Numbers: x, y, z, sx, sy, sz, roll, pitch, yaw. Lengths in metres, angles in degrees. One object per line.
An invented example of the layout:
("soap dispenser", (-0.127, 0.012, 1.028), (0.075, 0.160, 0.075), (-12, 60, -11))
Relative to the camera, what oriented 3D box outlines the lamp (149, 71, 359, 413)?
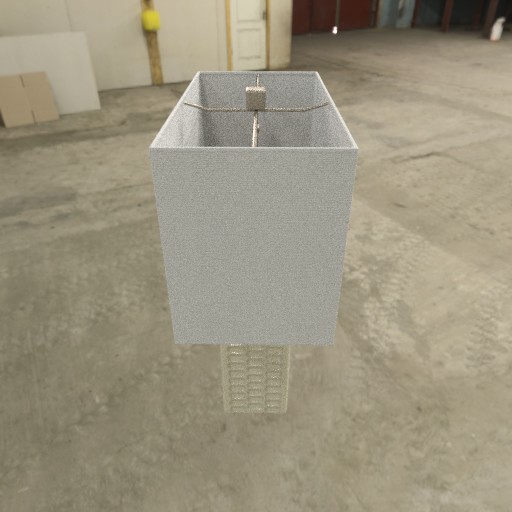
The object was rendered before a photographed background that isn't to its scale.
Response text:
("lamp", (0.000, 0.000, 0.712), (0.200, 0.515, 0.380), (0, 33, 1))
